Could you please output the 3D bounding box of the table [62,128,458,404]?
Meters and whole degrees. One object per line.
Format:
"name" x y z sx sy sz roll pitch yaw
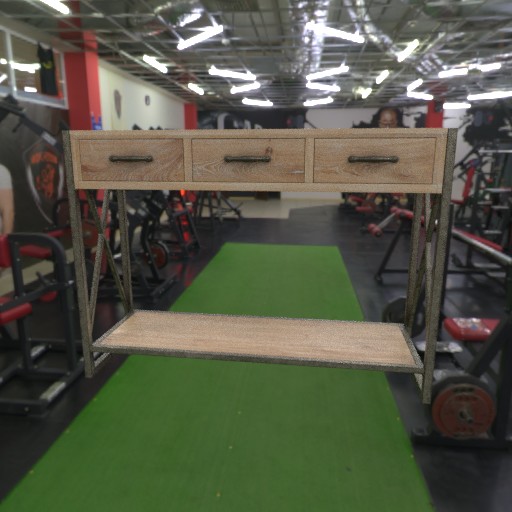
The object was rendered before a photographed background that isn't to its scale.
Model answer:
"table" 0.000 0.000 1.414 1.059 0.763 0.361 2 13 8
